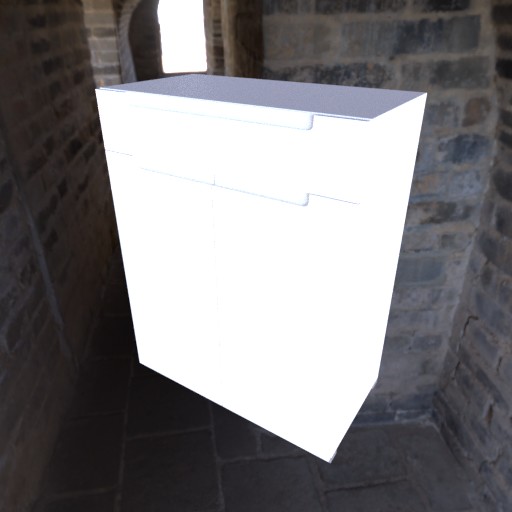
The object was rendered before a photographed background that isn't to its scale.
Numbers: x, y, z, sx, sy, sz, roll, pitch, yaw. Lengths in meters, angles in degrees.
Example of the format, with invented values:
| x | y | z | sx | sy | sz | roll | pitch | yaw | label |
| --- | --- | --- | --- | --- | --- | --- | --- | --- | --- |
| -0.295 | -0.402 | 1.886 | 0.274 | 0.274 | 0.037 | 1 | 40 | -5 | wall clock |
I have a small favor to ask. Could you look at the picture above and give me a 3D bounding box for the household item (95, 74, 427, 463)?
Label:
| x | y | z | sx | sy | sz | roll | pitch | yaw | label |
| --- | --- | --- | --- | --- | --- | --- | --- | --- | --- |
| 0.000 | 0.000 | 1.429 | 0.790 | 1.010 | 0.420 | 17 | 33 | 29 | household item |
